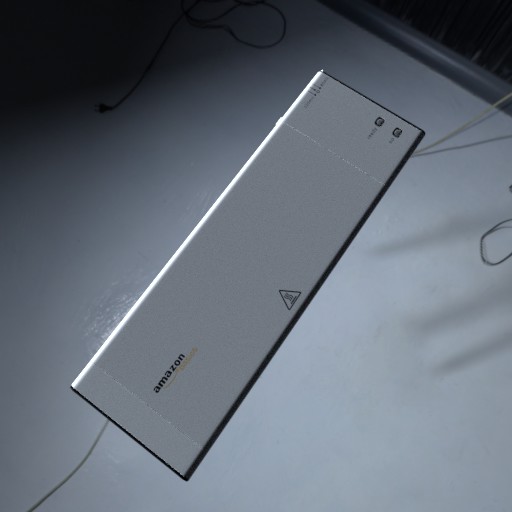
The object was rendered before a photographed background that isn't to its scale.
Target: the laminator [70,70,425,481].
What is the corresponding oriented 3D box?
[{"bbox_3d":[0.000,0.000,0.387,0.123,0.062,0.340,34,78,9],"label":"laminator"}]
